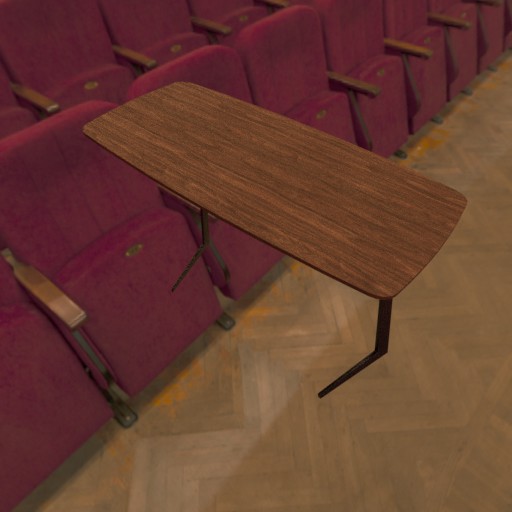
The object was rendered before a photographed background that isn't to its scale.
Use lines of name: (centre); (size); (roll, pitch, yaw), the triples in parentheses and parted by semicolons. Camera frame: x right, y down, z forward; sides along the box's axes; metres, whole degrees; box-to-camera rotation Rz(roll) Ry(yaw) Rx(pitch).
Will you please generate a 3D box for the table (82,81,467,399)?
table: (0.000, 0.000, 1.125); (0.804, 0.576, 0.361); (31, 53, 26)
